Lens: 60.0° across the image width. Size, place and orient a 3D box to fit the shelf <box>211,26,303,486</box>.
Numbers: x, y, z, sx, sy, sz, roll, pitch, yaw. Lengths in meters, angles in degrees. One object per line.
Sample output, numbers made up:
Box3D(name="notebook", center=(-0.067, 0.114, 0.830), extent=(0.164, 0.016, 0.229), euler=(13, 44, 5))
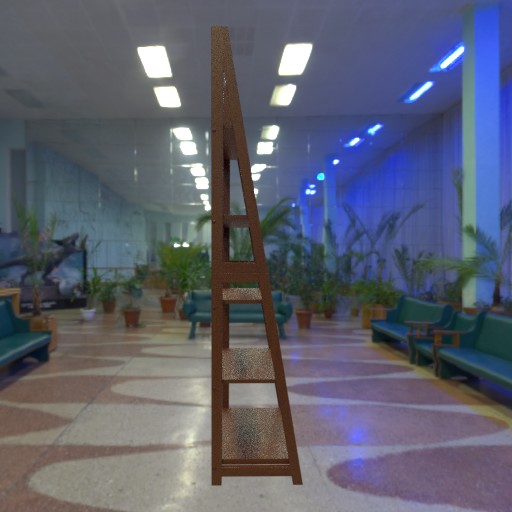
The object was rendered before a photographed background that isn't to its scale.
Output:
Box3D(name="shelf", center=(0.000, 0.000, 2.031), extent=(0.356, 1.780, 0.630), euler=(0, 0, -1))
